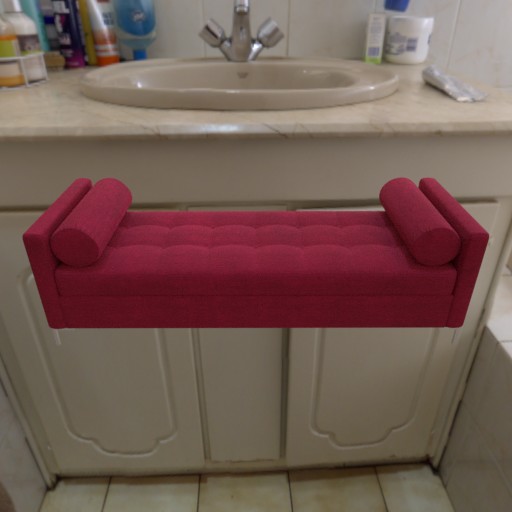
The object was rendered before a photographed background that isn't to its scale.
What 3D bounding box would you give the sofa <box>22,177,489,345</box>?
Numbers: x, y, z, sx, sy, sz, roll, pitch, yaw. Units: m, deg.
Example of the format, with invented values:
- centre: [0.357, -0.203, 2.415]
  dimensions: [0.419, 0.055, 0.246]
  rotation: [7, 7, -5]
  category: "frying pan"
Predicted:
- centre: [0.000, 0.000, 2.305]
  dimensions: [1.981, 0.635, 0.686]
  rotation: [0, 30, 0]
  category: "sofa"
